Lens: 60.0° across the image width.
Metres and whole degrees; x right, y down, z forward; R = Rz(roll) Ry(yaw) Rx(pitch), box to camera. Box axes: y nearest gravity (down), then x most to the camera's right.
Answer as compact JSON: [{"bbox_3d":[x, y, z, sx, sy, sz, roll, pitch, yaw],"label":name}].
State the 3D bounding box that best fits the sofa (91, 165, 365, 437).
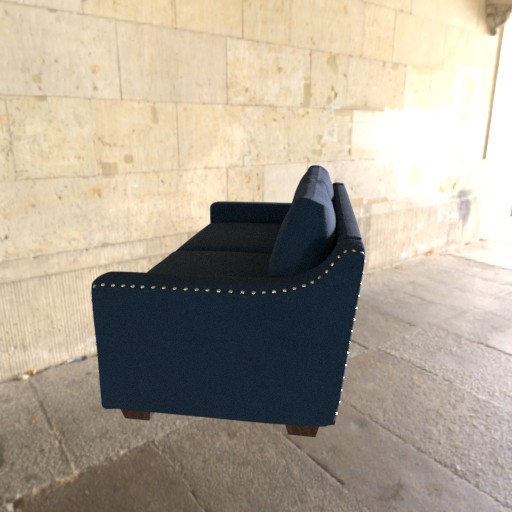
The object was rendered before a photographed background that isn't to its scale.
[{"bbox_3d":[0.000,0.000,2.714,1.104,0.983,2.107,2,16,8],"label":"sofa"}]
